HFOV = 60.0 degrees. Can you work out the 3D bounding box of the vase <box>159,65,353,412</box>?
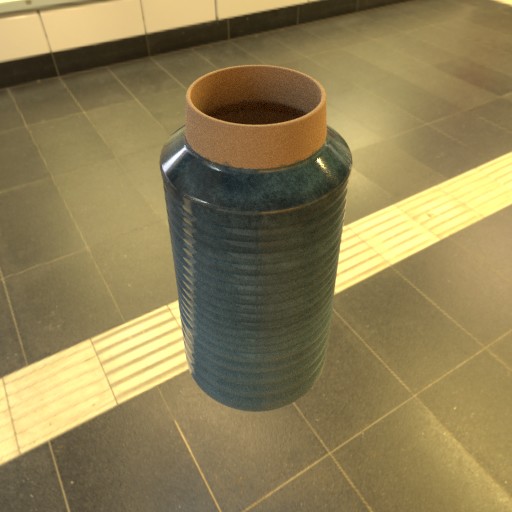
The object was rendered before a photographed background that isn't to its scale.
[{"bbox_3d":[0.000,0.000,0.414,0.163,0.316,0.163,0,45,0],"label":"vase"}]
